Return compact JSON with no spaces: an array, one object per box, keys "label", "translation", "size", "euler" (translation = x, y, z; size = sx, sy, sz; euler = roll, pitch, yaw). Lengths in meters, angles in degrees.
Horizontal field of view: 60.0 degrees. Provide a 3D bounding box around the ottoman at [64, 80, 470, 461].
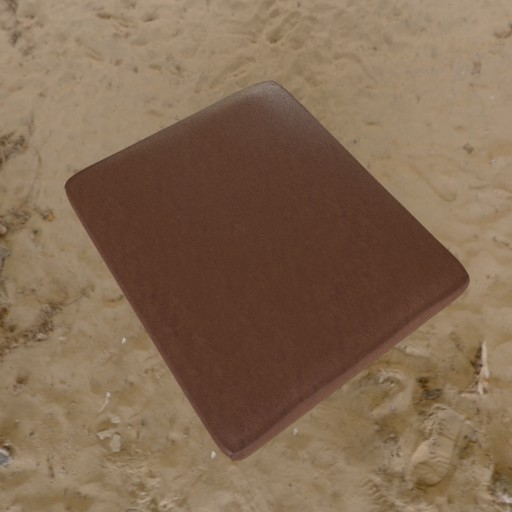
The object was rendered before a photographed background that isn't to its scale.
[{"label":"ottoman","translation":[0.000,0.000,1.471],"size":[0.836,0.472,0.987],"euler":[-32,67,-15]}]
